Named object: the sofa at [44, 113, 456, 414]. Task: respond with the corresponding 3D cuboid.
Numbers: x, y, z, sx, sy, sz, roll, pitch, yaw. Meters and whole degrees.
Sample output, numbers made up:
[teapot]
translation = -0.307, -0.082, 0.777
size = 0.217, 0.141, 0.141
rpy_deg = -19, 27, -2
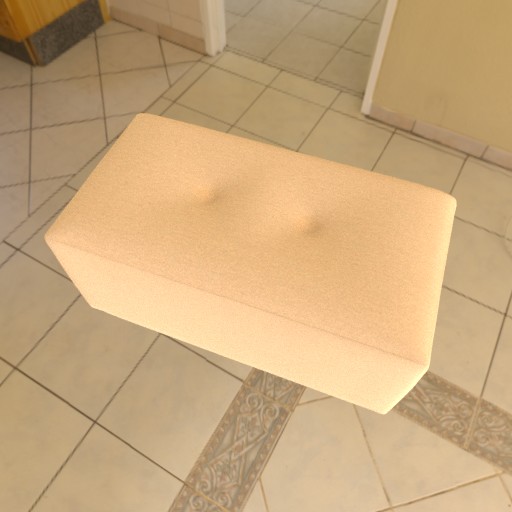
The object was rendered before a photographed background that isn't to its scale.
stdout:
[sofa]
translation = 0.000, 0.000, 1.222
size = 0.930, 0.470, 0.480
rpy_deg = 18, 59, 11
